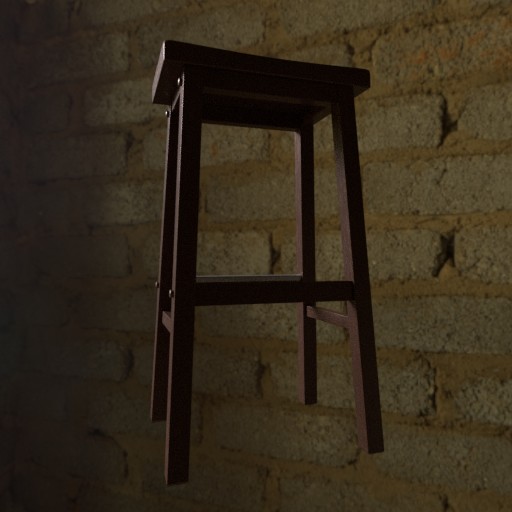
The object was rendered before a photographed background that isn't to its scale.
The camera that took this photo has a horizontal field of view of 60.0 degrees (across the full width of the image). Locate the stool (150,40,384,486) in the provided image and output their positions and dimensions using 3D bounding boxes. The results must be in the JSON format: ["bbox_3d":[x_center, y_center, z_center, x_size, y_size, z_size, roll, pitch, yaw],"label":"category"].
[{"bbox_3d":[0.000,0.000,0.927,0.406,0.742,0.322,0,0,-18],"label":"stool"}]
